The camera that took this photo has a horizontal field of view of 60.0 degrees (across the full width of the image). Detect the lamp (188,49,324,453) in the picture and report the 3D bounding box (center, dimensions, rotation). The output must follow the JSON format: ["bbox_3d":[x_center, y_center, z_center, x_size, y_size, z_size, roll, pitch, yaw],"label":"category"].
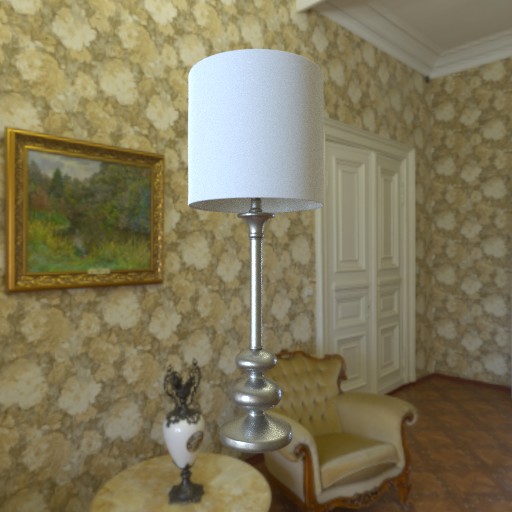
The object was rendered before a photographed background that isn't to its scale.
[{"bbox_3d":[0.000,0.000,0.839,0.254,0.690,0.254,0,0,-1],"label":"lamp"}]
